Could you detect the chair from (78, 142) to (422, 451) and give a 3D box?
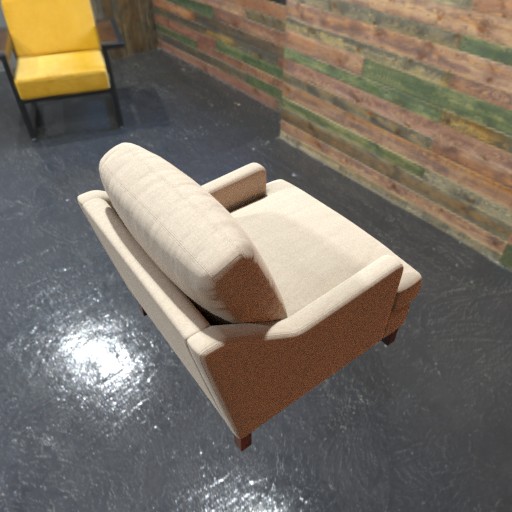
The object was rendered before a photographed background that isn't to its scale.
[{"bbox_3d":[0.000,0.000,1.746,1.001,0.916,0.912,-26,48,-26],"label":"chair"}]
